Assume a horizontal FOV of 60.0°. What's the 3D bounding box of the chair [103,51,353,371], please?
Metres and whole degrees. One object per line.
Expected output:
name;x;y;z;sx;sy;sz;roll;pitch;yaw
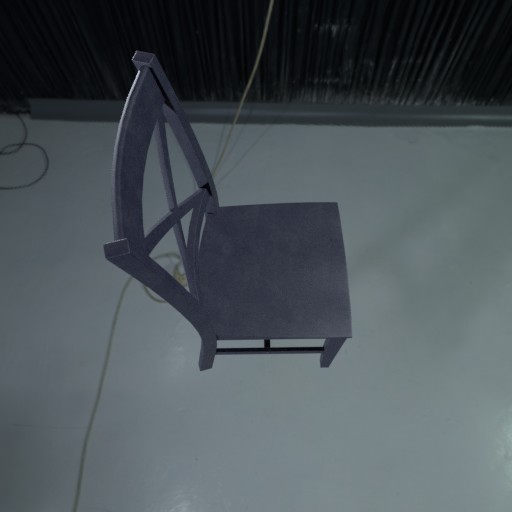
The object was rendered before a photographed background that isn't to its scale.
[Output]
chair;0.000;0.000;1.266;0.542;0.983;0.485;-1;64;0
